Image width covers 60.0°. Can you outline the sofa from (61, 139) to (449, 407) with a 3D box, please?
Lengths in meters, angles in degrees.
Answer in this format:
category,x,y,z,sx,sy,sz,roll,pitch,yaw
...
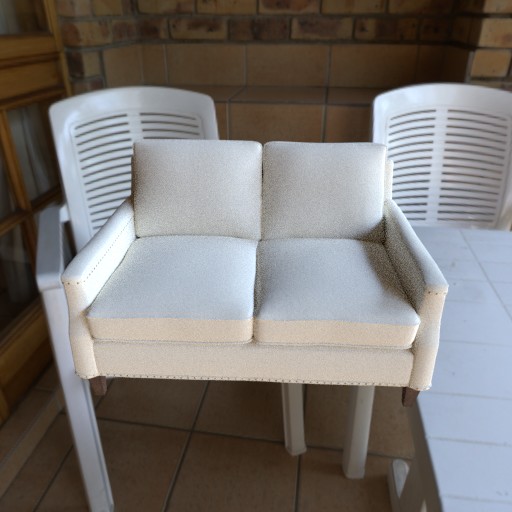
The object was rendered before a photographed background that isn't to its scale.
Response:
category,x,y,z,sx,sy,sz,roll,pitch,yaw
sofa,0.000,0.000,2.256,1.597,1.003,1.084,1,29,2
